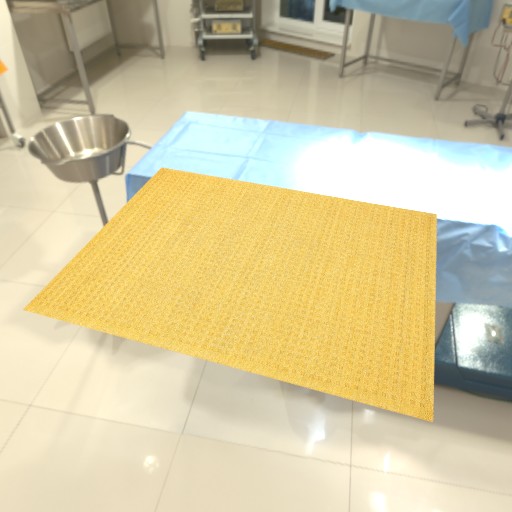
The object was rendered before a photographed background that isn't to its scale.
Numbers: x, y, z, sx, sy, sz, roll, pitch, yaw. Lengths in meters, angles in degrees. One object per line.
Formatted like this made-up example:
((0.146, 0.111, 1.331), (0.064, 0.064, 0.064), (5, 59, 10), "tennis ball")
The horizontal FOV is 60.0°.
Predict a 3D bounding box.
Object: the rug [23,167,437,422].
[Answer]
((0.000, 0.000, 4.190), (3.242, 0.015, 2.486), (12, 42, 13), "rug")
